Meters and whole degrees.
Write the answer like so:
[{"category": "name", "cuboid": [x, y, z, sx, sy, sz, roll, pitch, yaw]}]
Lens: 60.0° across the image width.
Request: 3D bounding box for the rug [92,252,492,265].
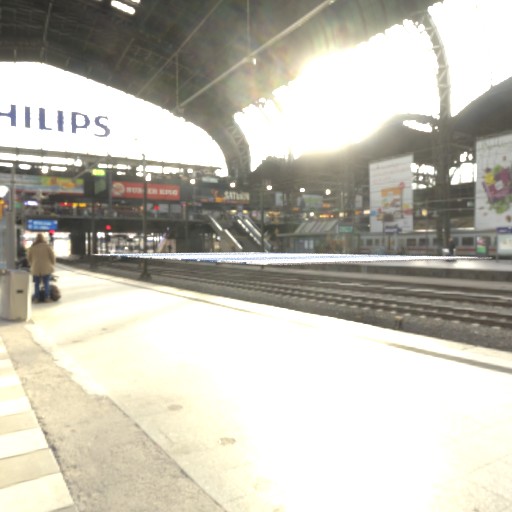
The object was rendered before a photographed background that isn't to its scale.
[{"category": "rug", "cuboid": [0.000, 0.000, 3.044, 1.532, 0.010, 2.441, -1, 2, -36]}]
